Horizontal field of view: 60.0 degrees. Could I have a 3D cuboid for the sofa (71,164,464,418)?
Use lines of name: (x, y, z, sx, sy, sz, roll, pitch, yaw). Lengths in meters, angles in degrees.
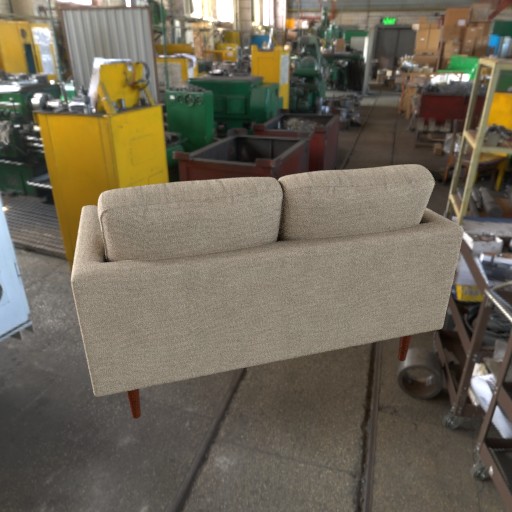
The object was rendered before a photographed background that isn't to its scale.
sofa: (0.000, 0.000, 2.121, 1.582, 0.944, 0.903, -7, 27, -15)
